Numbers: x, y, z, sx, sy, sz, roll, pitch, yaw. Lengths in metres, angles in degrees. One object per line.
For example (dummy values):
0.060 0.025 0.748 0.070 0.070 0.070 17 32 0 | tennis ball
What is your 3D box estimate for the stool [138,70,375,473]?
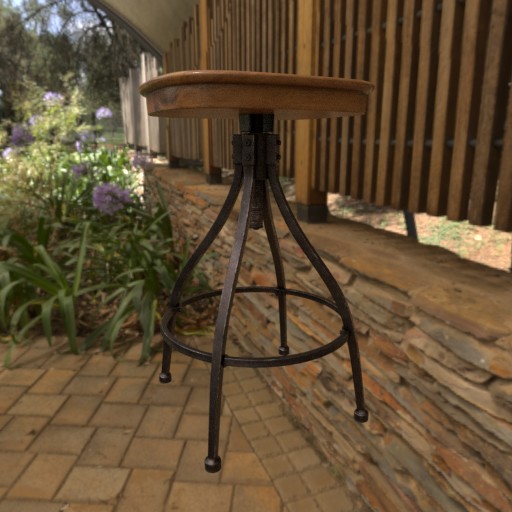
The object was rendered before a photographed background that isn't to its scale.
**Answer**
0.000 0.000 0.961 0.432 0.694 0.424 -7 16 -25 | stool
